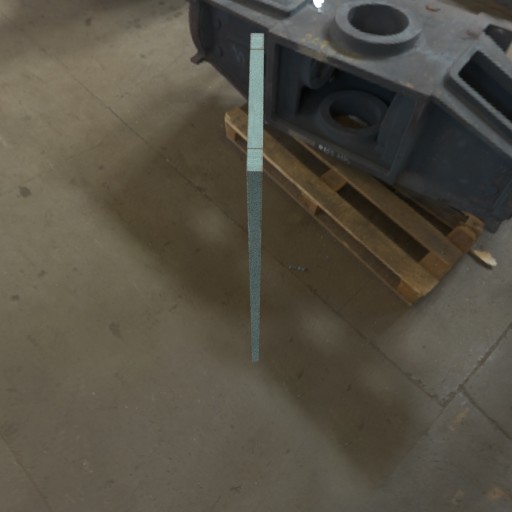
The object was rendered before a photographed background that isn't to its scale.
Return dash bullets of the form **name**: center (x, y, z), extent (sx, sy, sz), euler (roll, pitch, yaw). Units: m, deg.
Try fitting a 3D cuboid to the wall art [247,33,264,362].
- **wall art**: center (0.000, 0.000, 1.311), extent (0.025, 1.219, 0.329), euler (1, 63, 0)
